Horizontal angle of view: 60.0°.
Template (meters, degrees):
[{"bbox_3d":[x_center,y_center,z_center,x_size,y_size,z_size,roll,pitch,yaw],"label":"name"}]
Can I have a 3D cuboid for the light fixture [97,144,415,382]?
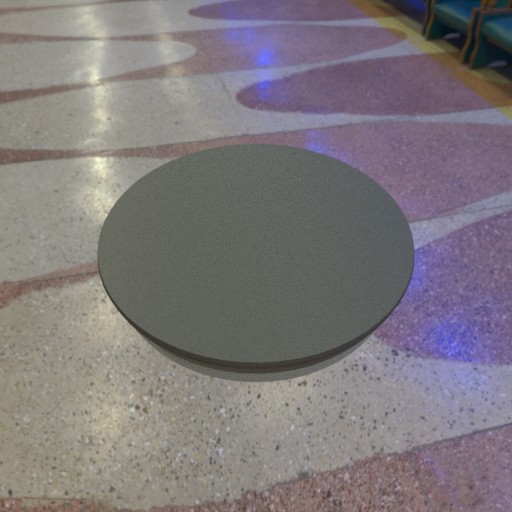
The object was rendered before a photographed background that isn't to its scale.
[{"bbox_3d":[0.000,0.000,0.563,0.368,0.100,0.368,0,46,0],"label":"light fixture"}]
